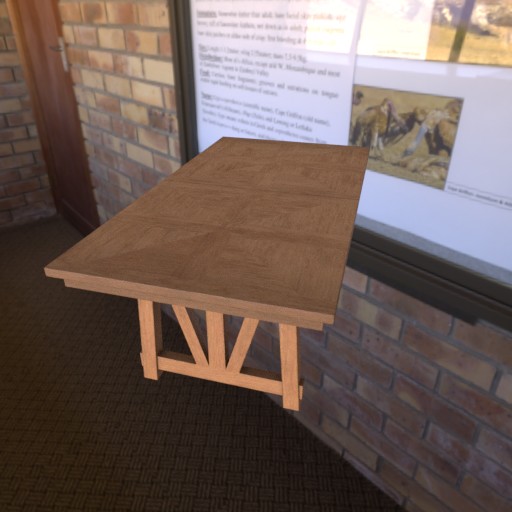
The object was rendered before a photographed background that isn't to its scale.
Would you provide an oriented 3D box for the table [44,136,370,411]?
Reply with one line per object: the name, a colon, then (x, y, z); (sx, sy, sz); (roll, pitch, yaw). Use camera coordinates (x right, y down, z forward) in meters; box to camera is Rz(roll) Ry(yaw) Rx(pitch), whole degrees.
table: (0.000, 0.000, 2.412); (1.016, 0.768, 1.881); (8, 30, 14)
